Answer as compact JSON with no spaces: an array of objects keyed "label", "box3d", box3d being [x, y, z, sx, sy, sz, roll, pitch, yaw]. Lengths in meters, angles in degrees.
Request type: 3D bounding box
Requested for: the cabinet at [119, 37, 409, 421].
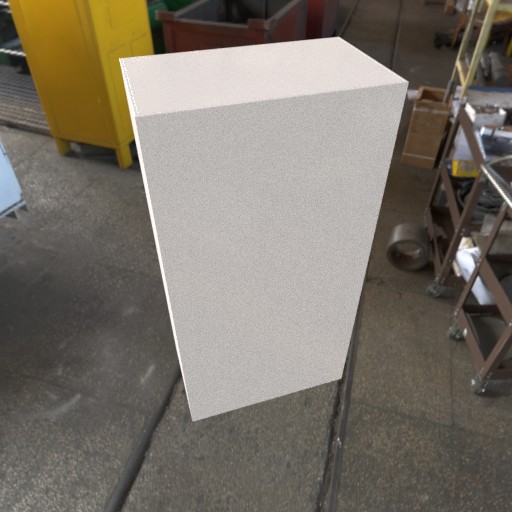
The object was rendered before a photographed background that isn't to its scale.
[{"label":"cabinet","box3d":[0.000,0.000,2.342,0.980,1.920,0.580,-12,43,-13]}]
